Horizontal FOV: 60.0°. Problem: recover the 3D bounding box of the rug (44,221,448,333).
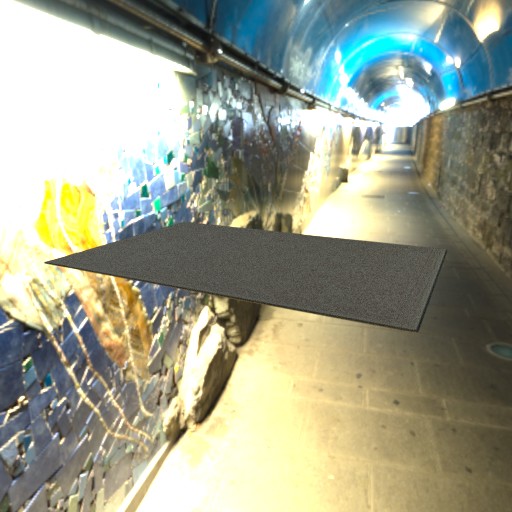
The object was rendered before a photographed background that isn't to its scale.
[{"bbox_3d":[0.000,0.000,2.397,1.829,0.010,1.219,8,17,26],"label":"rug"}]
